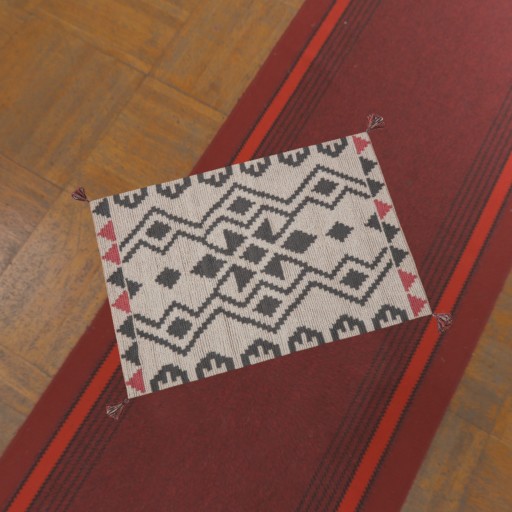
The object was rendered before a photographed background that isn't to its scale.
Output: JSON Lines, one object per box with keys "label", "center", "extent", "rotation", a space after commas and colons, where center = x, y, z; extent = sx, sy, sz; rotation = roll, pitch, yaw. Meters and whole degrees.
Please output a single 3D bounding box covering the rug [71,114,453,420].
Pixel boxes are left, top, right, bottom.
{"label": "rug", "center": [0.000, 0.000, 2.669], "extent": [2.069, 0.067, 1.444], "rotation": [-15, 77, -3]}
